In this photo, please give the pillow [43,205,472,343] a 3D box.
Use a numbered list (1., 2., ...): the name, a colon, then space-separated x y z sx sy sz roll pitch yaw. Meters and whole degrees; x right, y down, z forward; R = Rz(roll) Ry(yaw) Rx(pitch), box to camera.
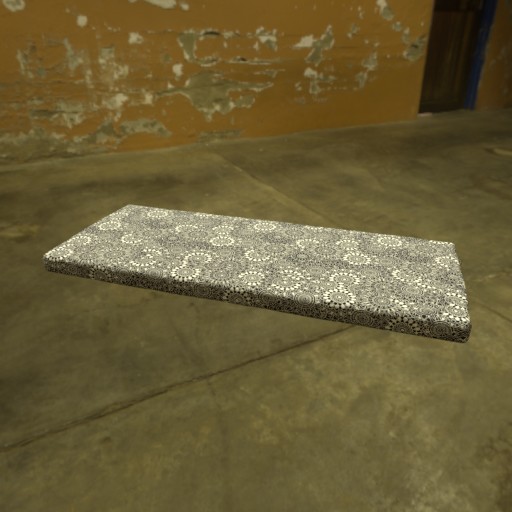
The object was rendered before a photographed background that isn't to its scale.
1. pillow: 0.000 0.000 1.335 1.187 0.081 0.492 8 27 16
